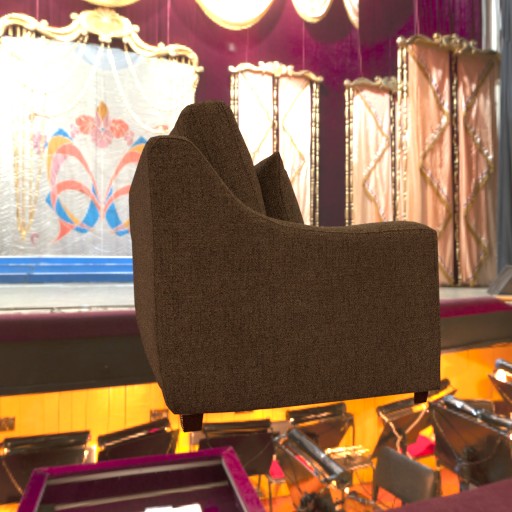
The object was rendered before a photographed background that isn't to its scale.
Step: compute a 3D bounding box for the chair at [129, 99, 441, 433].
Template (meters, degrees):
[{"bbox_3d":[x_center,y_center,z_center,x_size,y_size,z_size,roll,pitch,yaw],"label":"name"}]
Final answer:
[{"bbox_3d":[0.000,0.000,1.902,1.009,1.037,1.138,0,-1,-19],"label":"chair"}]
